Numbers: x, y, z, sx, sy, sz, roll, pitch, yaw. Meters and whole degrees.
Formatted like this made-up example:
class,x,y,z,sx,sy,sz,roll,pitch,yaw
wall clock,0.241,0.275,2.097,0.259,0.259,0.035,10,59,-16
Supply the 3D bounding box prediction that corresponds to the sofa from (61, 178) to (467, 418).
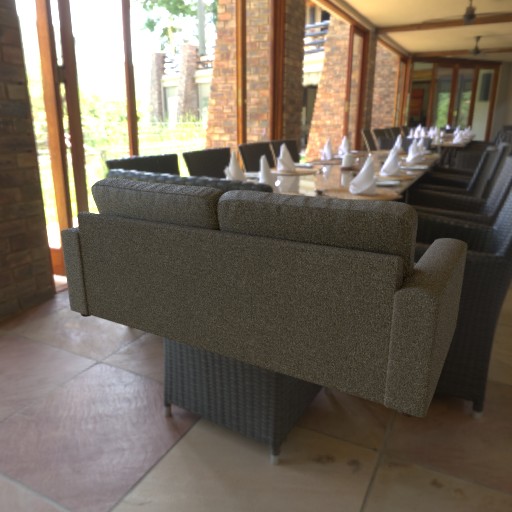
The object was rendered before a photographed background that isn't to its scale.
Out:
class,x,y,z,sx,sy,sz,roll,pitch,yaw
sofa,0.000,0.000,2.624,2.179,0.873,1.016,10,19,29
